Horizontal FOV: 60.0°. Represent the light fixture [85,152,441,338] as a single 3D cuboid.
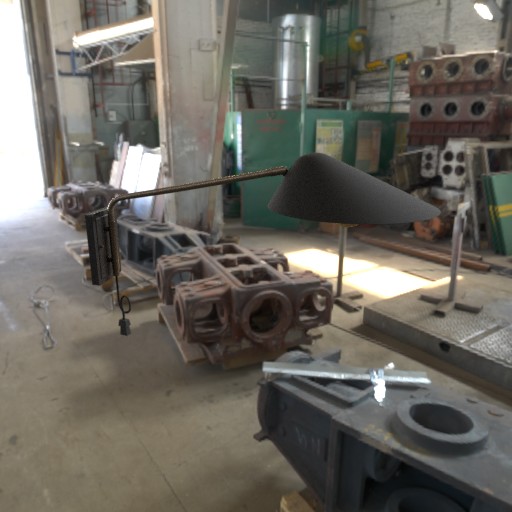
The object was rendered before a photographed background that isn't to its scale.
[{"bbox_3d":[0.000,0.000,0.683,0.516,0.312,0.240,3,17,10],"label":"light fixture"}]
